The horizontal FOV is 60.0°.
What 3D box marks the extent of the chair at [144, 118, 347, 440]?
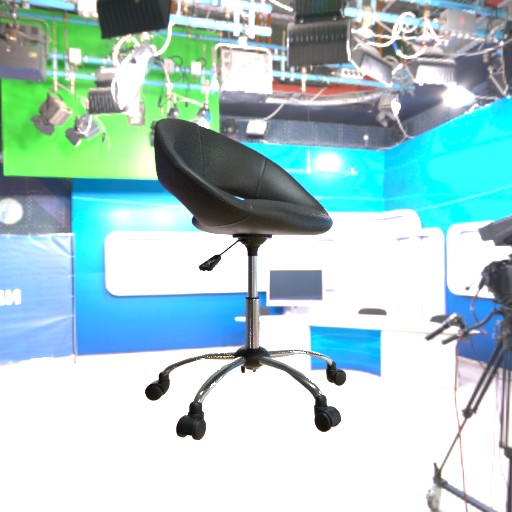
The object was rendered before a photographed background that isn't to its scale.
[{"bbox_3d":[0.000,0.000,1.202,0.538,0.791,0.612,0,1,35],"label":"chair"}]
